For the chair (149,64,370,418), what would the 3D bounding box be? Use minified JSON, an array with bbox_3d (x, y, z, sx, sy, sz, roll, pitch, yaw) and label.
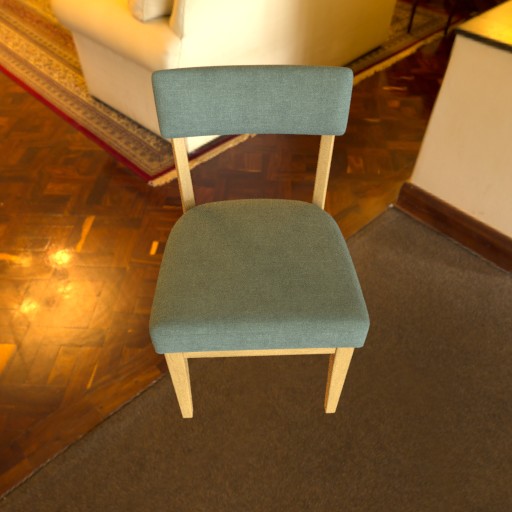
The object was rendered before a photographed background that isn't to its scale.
[{"bbox_3d":[0.000,0.000,1.211,0.508,0.832,0.572,-1,48,-1],"label":"chair"}]
